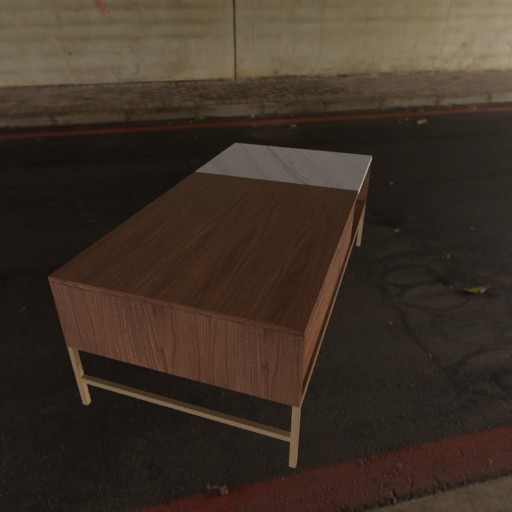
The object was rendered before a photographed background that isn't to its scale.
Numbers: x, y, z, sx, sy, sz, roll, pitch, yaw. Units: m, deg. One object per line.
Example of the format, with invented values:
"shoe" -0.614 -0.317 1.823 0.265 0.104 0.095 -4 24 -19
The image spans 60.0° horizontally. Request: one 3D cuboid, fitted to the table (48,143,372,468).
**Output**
"table" 0.000 0.000 1.994 0.789 0.551 1.553 10 31 16
